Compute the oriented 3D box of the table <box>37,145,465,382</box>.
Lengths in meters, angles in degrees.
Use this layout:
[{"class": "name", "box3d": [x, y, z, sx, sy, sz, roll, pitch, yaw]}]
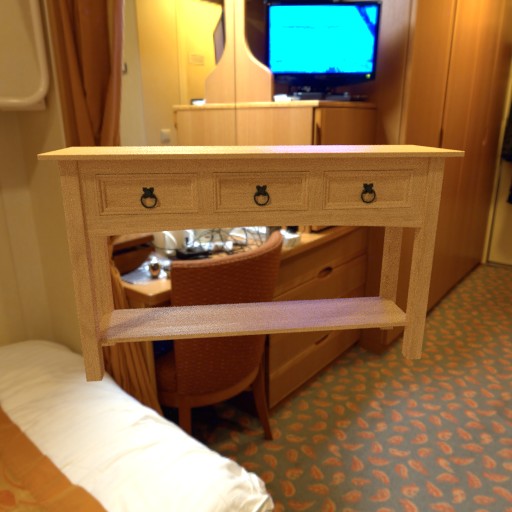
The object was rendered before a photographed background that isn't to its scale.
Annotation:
[{"class": "table", "box3d": [0.000, 0.000, 1.549, 1.240, 0.730, 0.350, -2, 17, -7]}]
